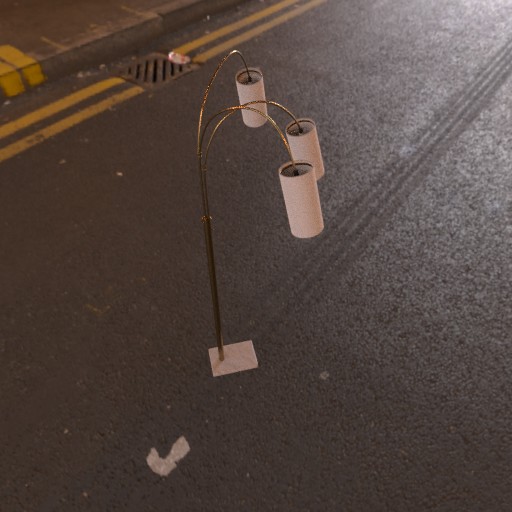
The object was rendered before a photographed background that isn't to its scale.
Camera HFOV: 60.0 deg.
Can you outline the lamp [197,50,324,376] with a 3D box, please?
[{"bbox_3d":[0.000,0.000,2.493,0.667,2.055,1.020,-10,47,-9],"label":"lamp"}]
